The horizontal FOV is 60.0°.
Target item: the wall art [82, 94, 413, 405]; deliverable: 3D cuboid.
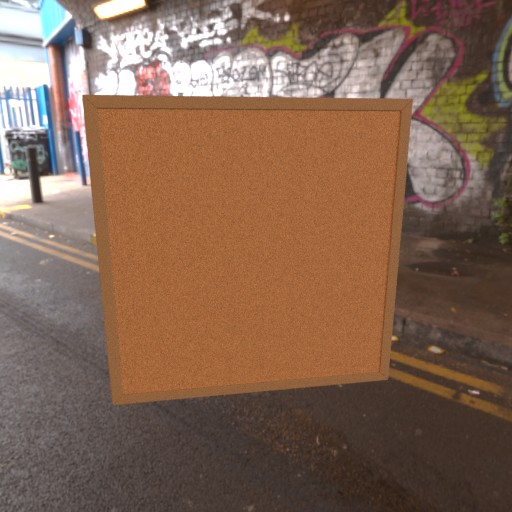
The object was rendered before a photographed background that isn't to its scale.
[{"bbox_3d":[0.000,0.000,1.127,0.761,0.761,0.037,-3,16,-9],"label":"wall art"}]
